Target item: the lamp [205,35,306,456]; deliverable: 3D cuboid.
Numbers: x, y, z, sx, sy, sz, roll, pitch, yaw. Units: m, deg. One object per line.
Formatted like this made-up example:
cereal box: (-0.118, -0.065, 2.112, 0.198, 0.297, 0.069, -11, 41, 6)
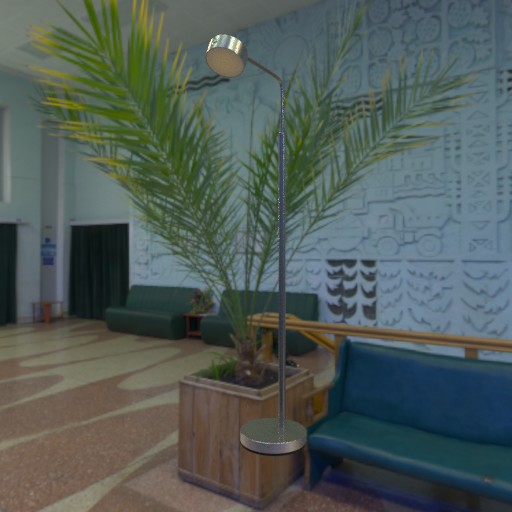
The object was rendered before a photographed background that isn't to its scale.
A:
lamp: (0.000, 0.000, 1.415, 0.222, 1.250, 0.421, 0, 0, 36)
